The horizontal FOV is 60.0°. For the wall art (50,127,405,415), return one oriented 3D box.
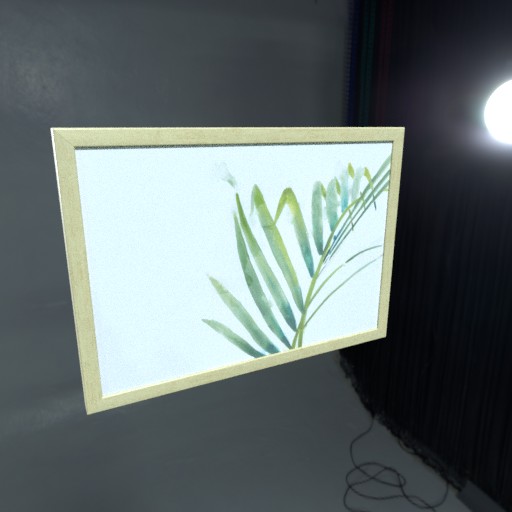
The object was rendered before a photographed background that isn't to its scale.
[{"bbox_3d":[0.000,0.000,0.684,0.533,0.381,0.032,-8,18,-25],"label":"wall art"}]
